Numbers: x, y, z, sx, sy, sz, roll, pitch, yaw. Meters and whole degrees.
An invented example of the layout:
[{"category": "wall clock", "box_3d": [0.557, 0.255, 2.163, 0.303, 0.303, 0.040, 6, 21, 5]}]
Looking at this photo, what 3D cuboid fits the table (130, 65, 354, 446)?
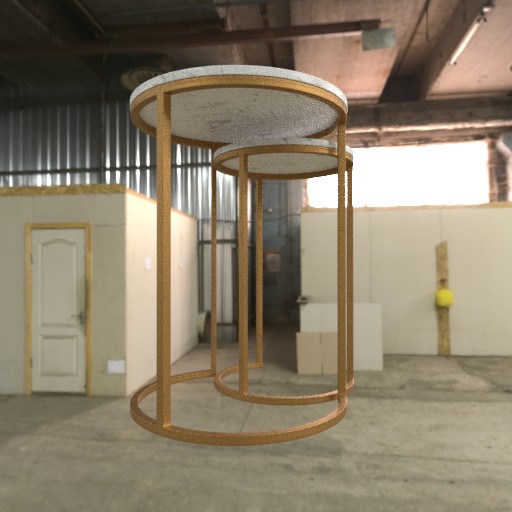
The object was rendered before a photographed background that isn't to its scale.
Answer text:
[{"category": "table", "box_3d": [0.000, 0.000, 0.882, 0.400, 0.550, 0.507, 0, 0, 36]}]
